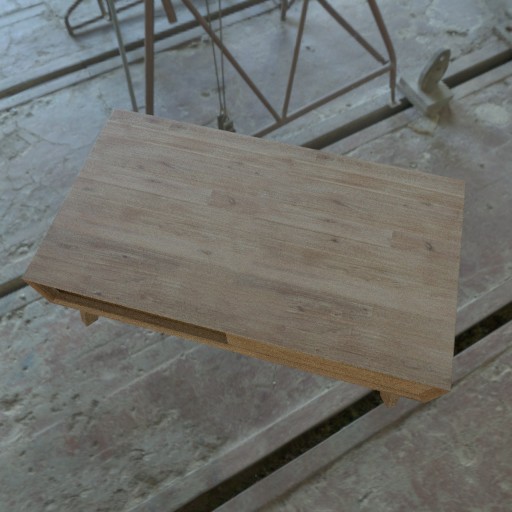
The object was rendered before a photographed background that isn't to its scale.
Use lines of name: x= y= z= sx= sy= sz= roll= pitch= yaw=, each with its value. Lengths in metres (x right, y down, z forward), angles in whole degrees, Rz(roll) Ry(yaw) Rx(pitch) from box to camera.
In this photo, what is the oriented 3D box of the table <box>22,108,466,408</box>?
table: x=0.000 y=0.000 z=2.036 sx=1.619 sy=0.531 sz=0.918 roll=14 pitch=64 yaw=7
